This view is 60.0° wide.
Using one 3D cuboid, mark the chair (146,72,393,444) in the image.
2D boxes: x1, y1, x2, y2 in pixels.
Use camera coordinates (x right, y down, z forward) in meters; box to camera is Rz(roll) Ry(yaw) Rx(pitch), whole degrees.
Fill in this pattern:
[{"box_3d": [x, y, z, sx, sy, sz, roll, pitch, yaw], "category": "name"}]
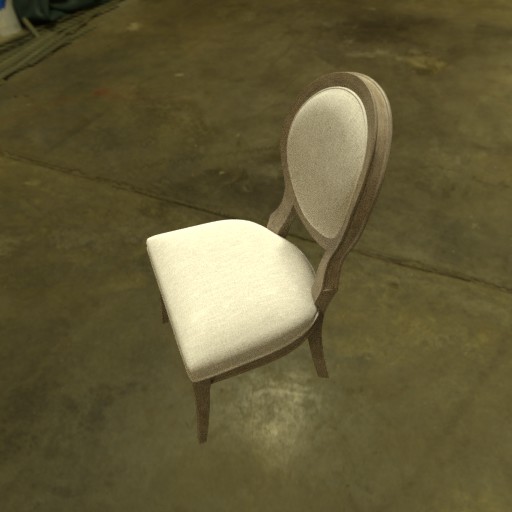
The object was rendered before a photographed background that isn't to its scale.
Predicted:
[{"box_3d": [0.000, 0.000, 1.322, 0.602, 0.990, 0.558, -16, 47, -15], "category": "chair"}]
